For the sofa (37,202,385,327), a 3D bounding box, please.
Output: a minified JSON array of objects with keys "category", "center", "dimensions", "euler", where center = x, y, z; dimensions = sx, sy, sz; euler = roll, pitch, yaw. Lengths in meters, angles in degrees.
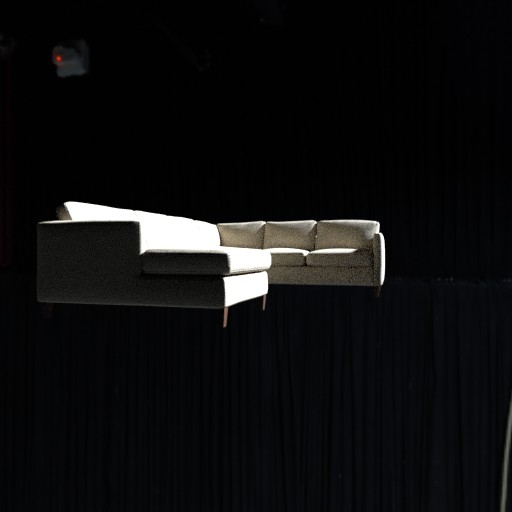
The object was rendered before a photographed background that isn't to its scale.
[{"category":"sofa","center":[0.000,0.000,4.703],"dimensions":[2.593,0.959,3.460],"euler":[0,0,17]}]
